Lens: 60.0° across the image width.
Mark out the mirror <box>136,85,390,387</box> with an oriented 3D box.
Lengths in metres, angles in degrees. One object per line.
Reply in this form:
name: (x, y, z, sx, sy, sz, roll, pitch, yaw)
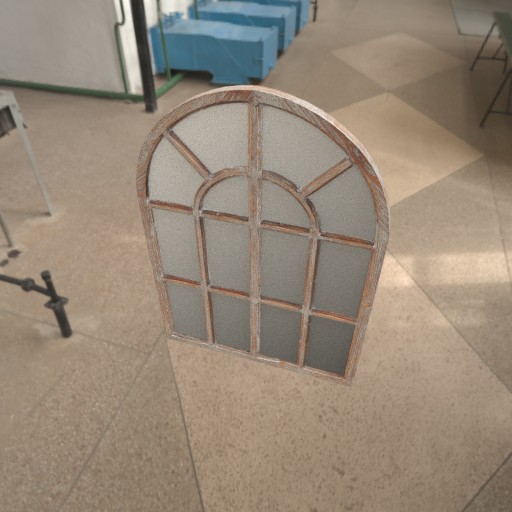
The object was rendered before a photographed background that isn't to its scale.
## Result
mirror: (0.000, 0.000, 1.218, 0.660, 0.920, 0.032, 12, 42, 13)
